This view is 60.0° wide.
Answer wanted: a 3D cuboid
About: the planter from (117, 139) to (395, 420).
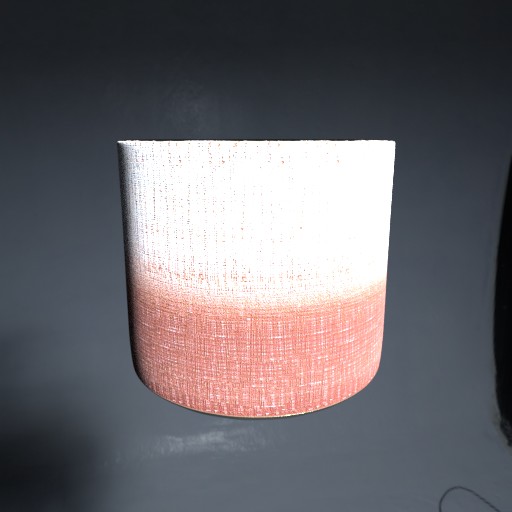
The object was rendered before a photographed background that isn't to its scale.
[{"bbox_3d":[0.000,0.000,0.310,0.178,0.157,0.178,0,15,0],"label":"planter"}]
